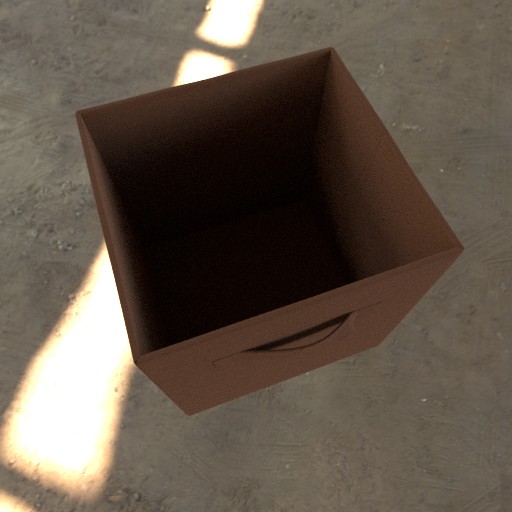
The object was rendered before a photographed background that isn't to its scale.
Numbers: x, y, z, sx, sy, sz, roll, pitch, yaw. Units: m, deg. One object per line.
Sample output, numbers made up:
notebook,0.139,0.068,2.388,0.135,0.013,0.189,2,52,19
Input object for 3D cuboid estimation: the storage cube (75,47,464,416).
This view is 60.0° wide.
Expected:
storage cube,0.000,0.000,0.501,0.270,0.280,0.270,-18,64,-9
